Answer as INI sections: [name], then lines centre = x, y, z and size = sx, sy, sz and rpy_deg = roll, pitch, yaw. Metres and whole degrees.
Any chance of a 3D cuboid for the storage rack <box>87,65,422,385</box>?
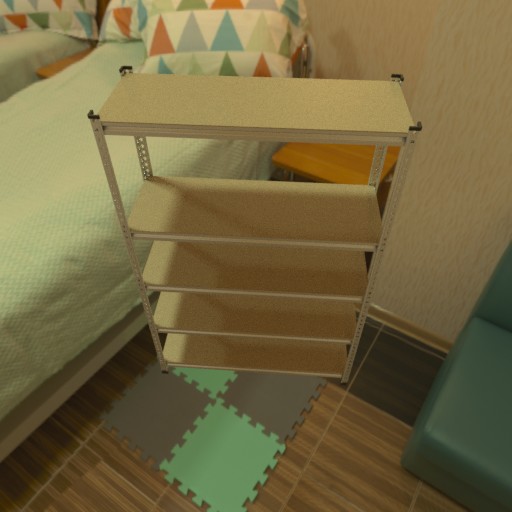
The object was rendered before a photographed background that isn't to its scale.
[storage rack]
centre = 0.000, 0.000, 2.406
size = 1.219, 1.829, 0.457
rpy_deg = 3, 45, 3
